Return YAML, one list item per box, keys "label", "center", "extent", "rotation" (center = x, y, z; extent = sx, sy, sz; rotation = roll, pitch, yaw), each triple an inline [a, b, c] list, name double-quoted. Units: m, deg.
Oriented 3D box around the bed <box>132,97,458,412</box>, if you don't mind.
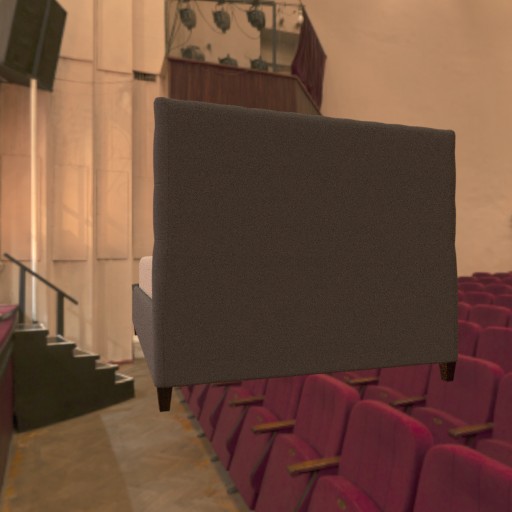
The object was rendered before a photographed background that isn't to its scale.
- label: "bed"
  center: [0.000, 0.000, 3.288]
  extent: [1.698, 1.427, 2.231]
  rotation: [0, -1, -18]
